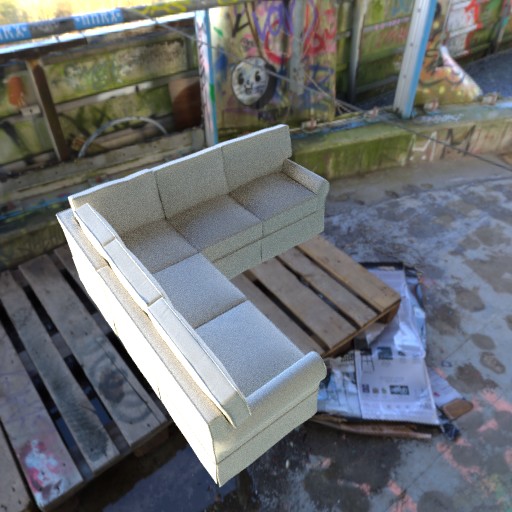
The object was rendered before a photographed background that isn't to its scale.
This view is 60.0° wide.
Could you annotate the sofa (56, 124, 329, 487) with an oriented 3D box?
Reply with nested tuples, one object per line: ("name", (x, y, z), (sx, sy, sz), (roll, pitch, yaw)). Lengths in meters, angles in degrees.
("sofa", (0.000, 0.000, 4.016), (2.597, 1.070, 2.591), (-27, 48, -27))
